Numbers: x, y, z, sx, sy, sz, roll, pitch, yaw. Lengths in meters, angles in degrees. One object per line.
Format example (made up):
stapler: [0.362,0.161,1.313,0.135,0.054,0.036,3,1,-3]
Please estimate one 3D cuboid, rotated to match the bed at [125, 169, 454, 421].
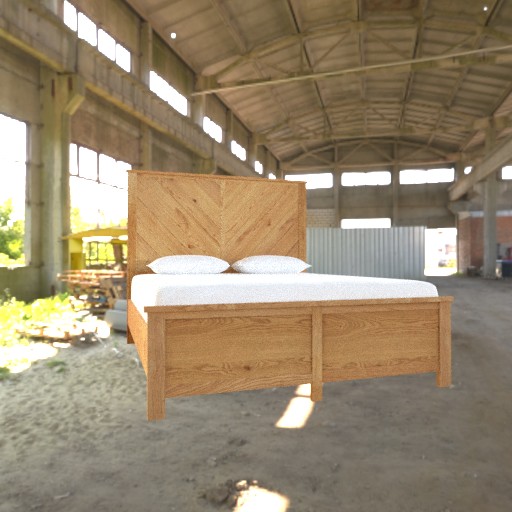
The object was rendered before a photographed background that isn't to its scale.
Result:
bed: [0.000,0.000,4.117,2.225,1.938,2.530,0,-1,-19]
